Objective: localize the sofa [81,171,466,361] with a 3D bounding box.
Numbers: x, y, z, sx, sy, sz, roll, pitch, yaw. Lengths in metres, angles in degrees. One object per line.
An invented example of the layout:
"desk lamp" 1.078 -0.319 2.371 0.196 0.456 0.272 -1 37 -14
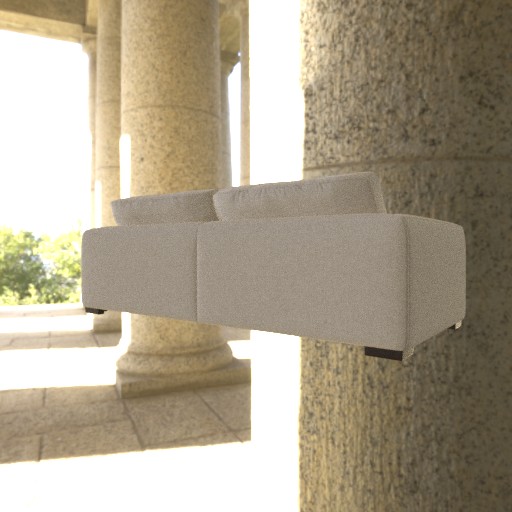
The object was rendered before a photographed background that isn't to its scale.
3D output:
"sofa" 0.000 0.000 2.796 2.262 0.801 1.070 1 1 37
